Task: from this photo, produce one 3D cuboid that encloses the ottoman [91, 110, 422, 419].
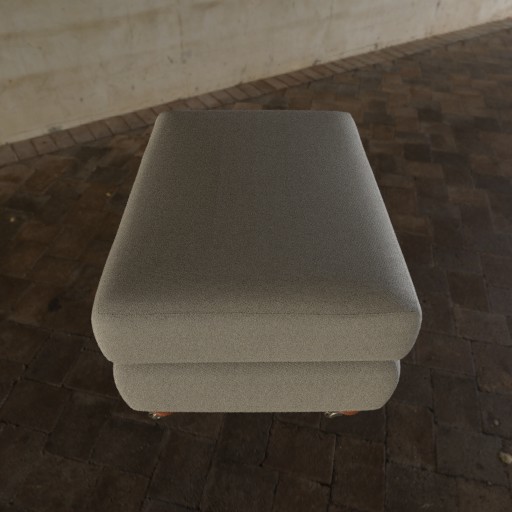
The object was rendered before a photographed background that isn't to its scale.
[{"bbox_3d":[0.000,0.000,1.123,0.569,0.504,0.773,0,43,0],"label":"ottoman"}]
